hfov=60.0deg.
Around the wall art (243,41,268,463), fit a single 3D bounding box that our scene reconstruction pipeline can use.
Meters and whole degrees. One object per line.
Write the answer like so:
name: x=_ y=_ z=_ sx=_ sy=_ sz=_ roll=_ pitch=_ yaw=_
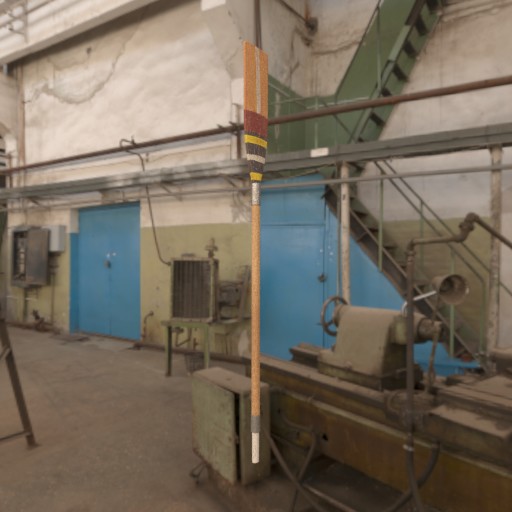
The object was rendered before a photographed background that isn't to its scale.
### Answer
wall art: x=0.000 y=0.000 z=1.666 sx=0.038 sy=1.556 sz=0.146 roll=1 pitch=1 yaw=35
